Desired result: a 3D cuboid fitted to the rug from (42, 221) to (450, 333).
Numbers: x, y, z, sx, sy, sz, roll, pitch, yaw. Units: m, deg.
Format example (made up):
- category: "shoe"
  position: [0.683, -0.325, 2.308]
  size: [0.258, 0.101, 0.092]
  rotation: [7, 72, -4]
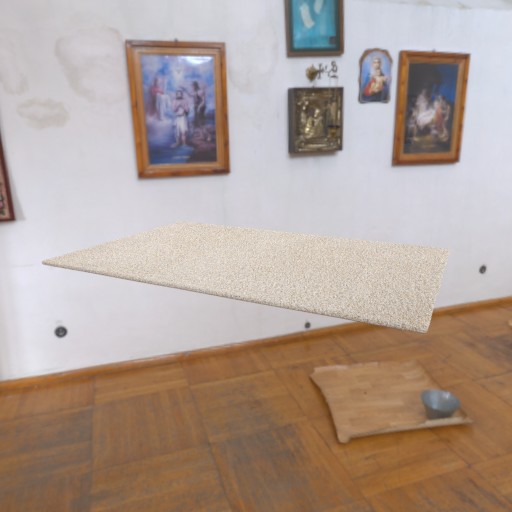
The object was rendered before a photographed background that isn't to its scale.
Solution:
- category: "rug"
  position: [0.000, 0.000, 3.517]
  size: [2.743, 0.030, 1.778]
  rotation: [7, 17, 25]
